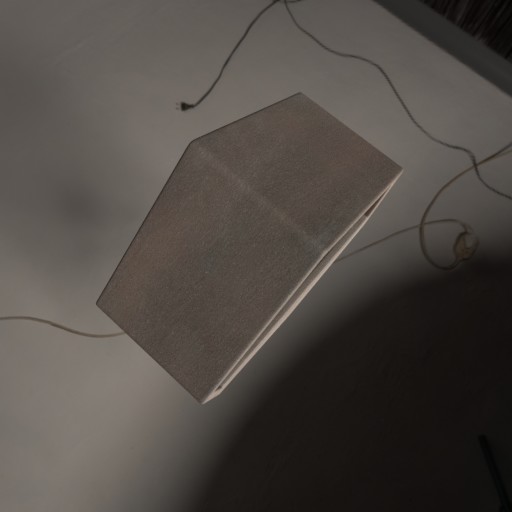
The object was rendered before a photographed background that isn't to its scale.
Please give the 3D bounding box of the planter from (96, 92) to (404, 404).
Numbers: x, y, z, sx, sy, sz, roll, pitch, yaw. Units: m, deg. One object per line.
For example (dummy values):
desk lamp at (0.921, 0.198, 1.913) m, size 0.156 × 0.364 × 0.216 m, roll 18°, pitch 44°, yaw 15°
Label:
planter at (0.000, 0.000, 0.288) m, size 0.077 × 0.206 × 0.169 m, roll 40°, pitch 79°, yaw 10°
